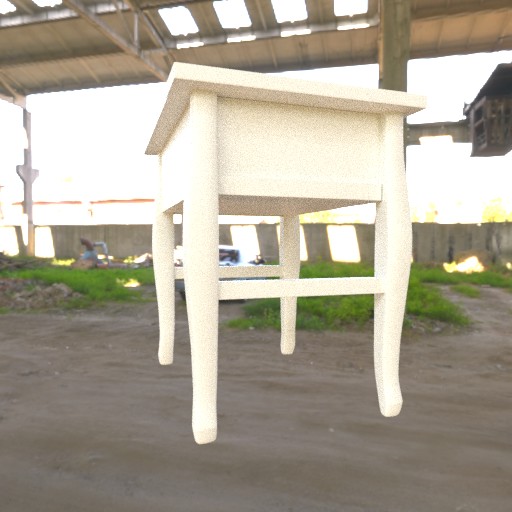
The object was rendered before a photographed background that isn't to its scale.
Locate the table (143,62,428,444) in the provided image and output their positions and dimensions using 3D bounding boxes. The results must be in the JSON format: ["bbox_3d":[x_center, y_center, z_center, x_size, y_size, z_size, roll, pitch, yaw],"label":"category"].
[{"bbox_3d":[0.000,0.000,1.029,0.463,0.605,0.599,0,1,-19],"label":"table"}]
